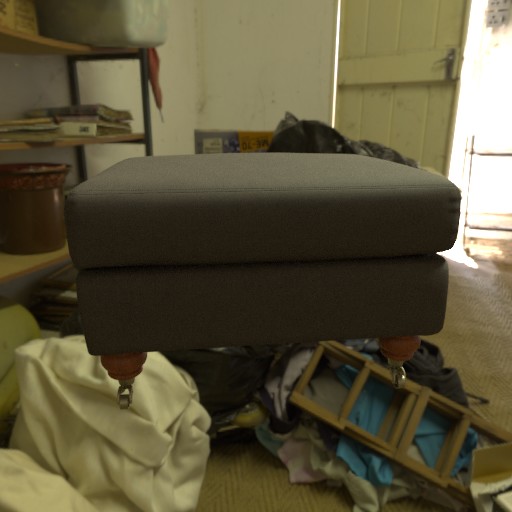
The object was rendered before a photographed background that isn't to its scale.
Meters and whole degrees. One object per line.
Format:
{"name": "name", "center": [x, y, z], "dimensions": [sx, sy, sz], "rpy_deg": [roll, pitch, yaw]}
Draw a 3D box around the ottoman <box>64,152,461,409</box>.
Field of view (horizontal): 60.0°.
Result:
{"name": "ottoman", "center": [0.000, 0.000, 1.126], "dimensions": [0.773, 0.497, 0.574], "rpy_deg": [-2, 18, -7]}
